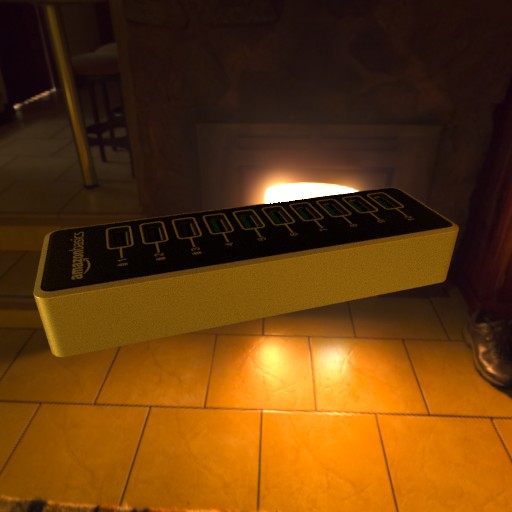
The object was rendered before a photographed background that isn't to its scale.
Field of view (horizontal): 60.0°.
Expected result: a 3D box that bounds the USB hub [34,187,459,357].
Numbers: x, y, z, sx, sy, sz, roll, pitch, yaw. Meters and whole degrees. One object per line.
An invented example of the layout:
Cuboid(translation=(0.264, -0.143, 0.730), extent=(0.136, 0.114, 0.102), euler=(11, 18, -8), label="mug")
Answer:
Cuboid(translation=(0.000, 0.000, 0.166), extent=(0.145, 0.023, 0.044), euler=(-9, 32, -15), label="USB hub")
